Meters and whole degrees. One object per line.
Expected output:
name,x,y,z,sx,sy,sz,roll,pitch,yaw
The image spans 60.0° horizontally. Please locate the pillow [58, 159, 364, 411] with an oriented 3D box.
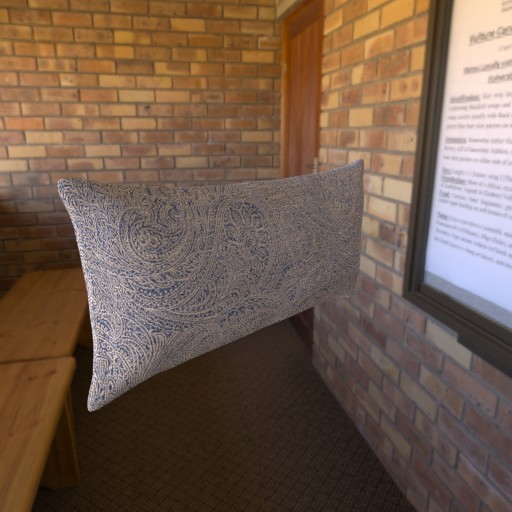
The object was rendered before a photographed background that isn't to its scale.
pillow,0.000,0.000,0.733,0.151,0.295,0.615,15,21,43
